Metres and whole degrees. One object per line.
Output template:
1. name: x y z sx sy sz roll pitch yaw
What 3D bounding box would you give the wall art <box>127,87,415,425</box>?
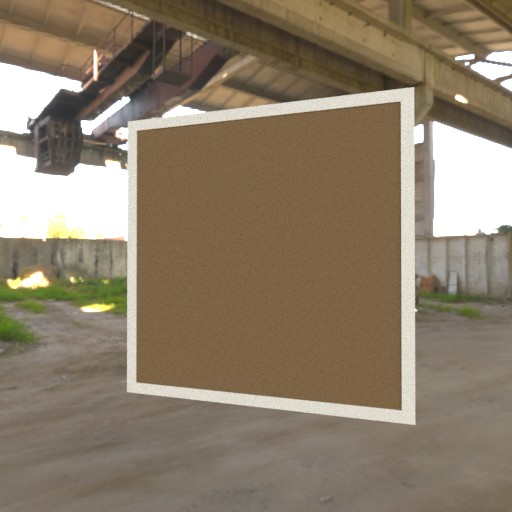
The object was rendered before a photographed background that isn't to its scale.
1. wall art: 0.000 0.000 1.205 0.812 0.812 0.015 0 -1 19
